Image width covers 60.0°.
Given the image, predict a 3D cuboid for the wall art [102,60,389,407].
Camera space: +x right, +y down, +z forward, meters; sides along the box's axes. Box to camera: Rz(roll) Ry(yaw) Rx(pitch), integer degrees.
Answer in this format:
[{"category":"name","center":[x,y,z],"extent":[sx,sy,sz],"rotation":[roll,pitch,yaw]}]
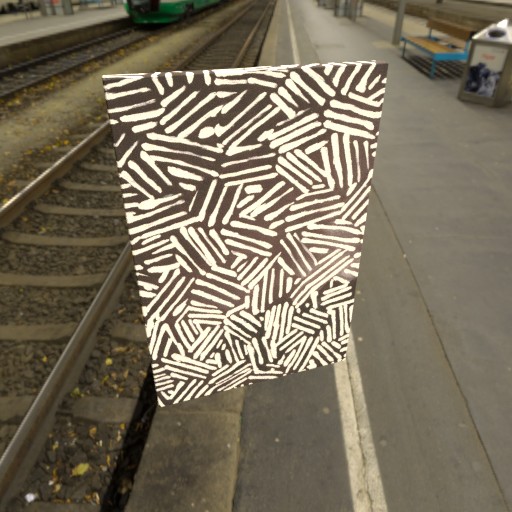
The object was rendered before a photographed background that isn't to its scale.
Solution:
[{"category":"wall art","center":[0.000,0.000,1.163],"extent":[0.615,0.918,0.035],"rotation":[-10,33,-15]}]
